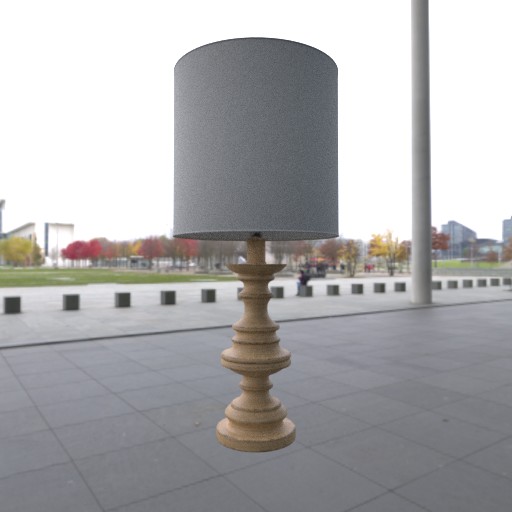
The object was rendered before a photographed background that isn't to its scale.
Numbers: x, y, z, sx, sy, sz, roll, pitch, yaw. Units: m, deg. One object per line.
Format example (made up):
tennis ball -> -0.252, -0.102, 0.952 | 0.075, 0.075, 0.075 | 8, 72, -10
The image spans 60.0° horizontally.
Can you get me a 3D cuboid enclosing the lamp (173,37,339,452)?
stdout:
lamp -> 0.000, 0.000, 0.564 | 0.208, 0.455, 0.208 | 0, -1, -20
